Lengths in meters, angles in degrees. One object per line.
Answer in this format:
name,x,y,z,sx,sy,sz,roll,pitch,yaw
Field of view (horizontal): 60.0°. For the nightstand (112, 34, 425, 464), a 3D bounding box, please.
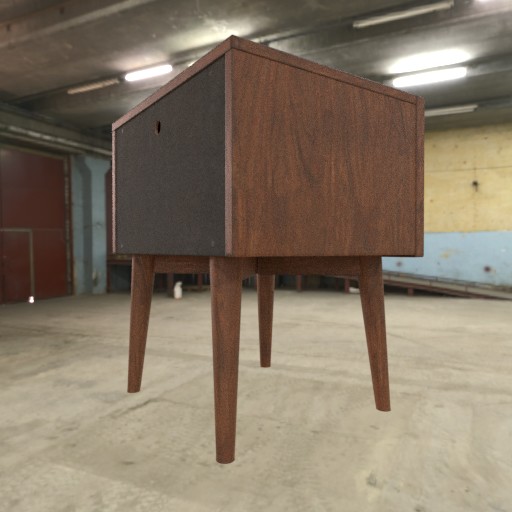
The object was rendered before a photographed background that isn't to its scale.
nightstand,0.000,0.000,0.941,0.445,0.607,0.521,-1,1,-35
